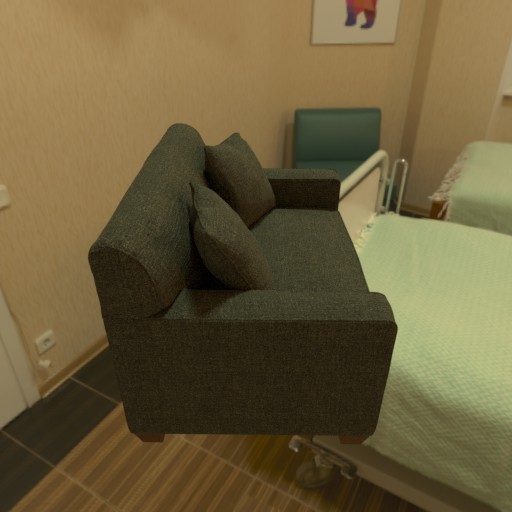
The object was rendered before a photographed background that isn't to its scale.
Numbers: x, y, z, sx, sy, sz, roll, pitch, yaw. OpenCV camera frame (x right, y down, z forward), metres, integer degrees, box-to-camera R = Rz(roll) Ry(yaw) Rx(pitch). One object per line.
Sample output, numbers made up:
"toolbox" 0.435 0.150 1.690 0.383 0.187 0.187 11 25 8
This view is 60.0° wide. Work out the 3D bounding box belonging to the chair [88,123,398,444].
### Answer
"chair" 0.000 0.000 2.078 1.000 0.948 1.383 0 32 1
